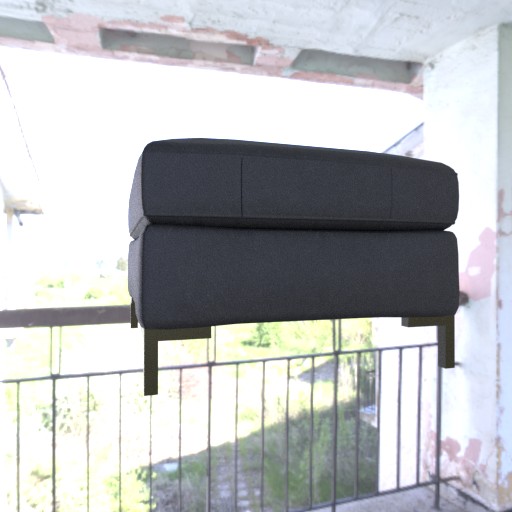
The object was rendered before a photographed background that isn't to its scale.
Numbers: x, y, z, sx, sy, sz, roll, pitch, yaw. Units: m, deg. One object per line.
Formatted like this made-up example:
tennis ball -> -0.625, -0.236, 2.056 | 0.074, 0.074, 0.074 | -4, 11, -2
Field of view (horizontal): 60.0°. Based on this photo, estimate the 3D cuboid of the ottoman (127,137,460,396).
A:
ottoman -> 0.000, 0.000, 1.774 | 0.967, 0.696, 1.187 | 0, 0, -17
